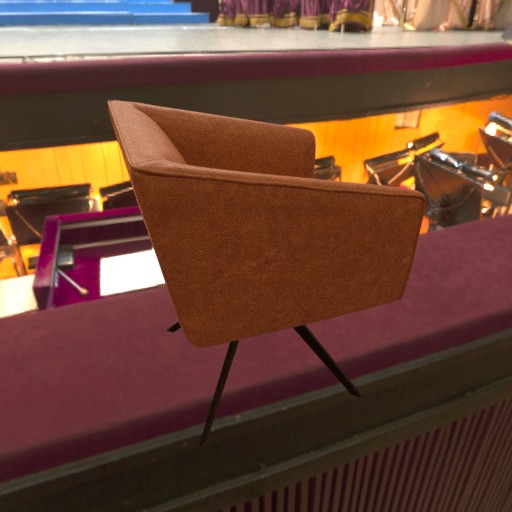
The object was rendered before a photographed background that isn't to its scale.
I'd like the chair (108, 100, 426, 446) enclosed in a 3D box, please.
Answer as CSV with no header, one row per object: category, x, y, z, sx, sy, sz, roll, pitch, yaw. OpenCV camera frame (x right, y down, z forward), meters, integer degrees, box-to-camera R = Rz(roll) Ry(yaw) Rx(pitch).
chair,0.000,0.000,1.207,0.625,0.760,0.588,-10,32,-17
